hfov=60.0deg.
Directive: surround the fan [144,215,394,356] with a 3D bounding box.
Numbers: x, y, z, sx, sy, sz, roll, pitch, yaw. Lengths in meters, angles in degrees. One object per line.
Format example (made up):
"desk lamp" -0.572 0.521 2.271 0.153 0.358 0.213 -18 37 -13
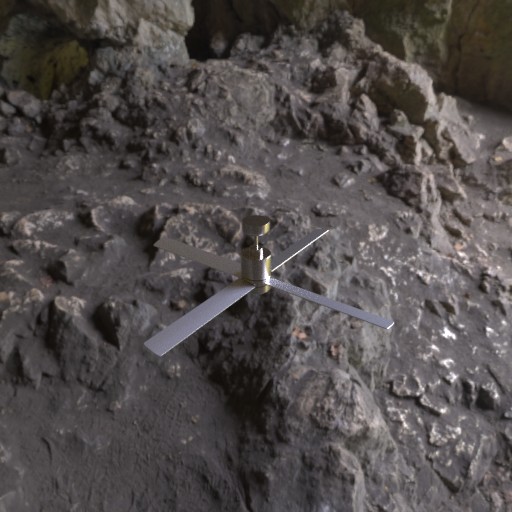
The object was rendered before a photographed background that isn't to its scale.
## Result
"fan" 0.000 0.000 2.043 1.322 0.355 1.322 19 33 31
